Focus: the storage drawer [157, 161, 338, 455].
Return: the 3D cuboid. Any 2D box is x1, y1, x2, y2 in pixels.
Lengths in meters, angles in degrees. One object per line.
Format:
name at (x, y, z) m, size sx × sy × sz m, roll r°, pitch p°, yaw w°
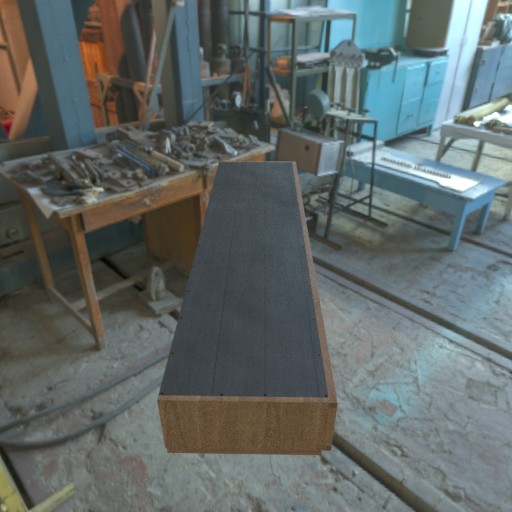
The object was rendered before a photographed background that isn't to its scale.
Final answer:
storage drawer at (0.000, 0.000, 2.203) m, size 0.538 × 0.264 × 2.032 m, roll 1°, pitch 31°, yaw 1°
